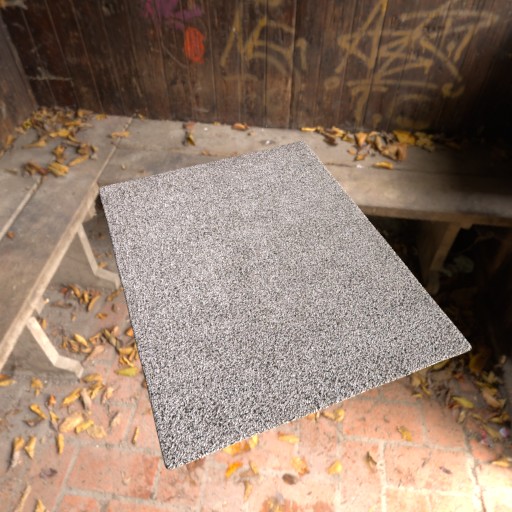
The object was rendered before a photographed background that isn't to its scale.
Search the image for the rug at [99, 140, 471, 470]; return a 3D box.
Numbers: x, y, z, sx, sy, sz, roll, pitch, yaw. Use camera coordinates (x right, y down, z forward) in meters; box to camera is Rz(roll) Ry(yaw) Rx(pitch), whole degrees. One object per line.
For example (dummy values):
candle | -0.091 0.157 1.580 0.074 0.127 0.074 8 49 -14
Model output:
rug | 0.000 0.000 4.099 2.438 0.029 3.047 -16 50 -14
